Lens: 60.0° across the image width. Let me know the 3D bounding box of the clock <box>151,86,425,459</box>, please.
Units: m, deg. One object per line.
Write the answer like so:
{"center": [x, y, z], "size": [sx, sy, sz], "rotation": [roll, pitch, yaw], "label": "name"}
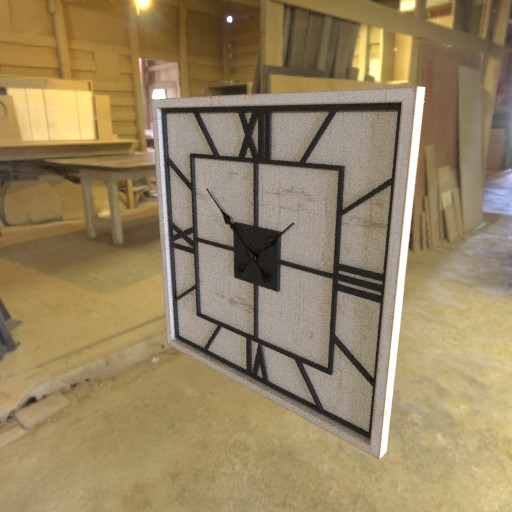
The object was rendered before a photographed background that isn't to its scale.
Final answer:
{"center": [0.000, 0.000, 1.028], "size": [0.705, 0.705, 0.032], "rotation": [15, 23, 40], "label": "clock"}
